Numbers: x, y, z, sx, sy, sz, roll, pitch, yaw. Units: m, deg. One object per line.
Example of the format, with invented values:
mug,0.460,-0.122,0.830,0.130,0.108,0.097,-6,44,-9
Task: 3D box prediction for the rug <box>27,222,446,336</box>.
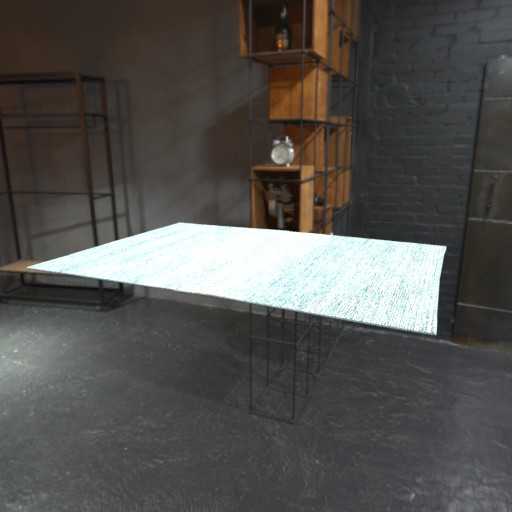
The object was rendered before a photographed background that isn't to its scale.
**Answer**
rug,0.000,0.000,2.876,2.260,0.026,1.611,7,16,24
